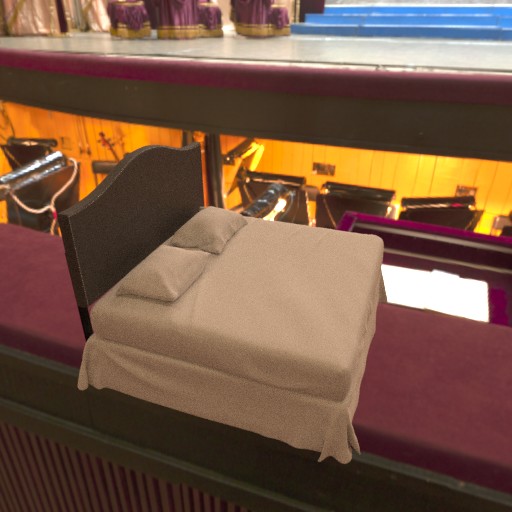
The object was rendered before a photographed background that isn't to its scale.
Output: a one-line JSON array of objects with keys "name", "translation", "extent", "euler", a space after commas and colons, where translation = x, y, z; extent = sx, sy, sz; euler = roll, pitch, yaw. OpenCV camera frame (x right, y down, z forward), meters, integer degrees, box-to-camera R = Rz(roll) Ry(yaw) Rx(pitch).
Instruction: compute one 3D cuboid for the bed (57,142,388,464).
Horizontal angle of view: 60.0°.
[{"name": "bed", "translation": [0.000, 0.000, 3.738], "extent": [2.219, 1.651, 2.314], "euler": [10, 31, 18]}]
